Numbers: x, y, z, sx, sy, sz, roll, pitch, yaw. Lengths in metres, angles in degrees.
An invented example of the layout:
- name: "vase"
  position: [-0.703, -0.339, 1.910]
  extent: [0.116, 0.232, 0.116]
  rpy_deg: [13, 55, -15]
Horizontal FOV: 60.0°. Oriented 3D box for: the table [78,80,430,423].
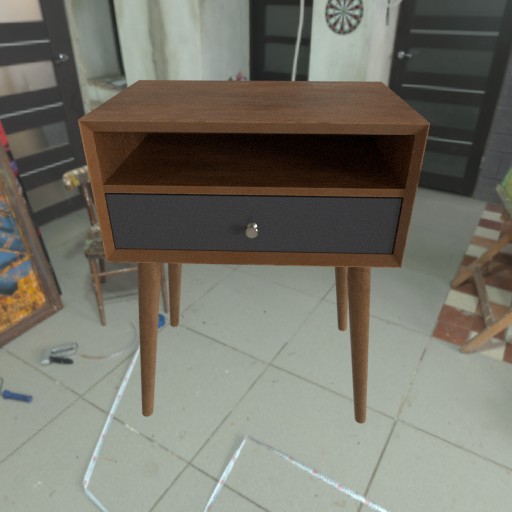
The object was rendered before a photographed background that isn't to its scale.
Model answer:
- name: "table"
  position: [0.000, 0.000, 0.846]
  extent: [0.454, 0.580, 0.307]
  rpy_deg: [1, 31, 2]
